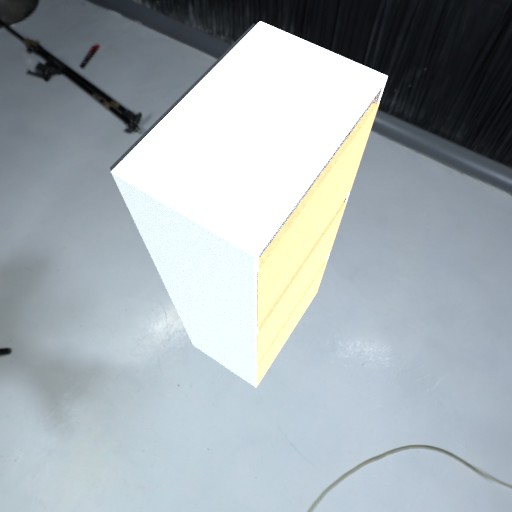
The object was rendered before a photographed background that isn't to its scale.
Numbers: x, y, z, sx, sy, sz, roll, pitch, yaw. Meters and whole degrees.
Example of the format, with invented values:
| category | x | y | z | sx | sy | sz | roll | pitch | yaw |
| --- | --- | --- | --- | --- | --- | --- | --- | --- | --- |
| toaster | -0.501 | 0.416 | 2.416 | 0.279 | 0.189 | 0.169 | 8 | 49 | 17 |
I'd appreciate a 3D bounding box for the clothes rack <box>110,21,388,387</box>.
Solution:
| category | x | y | z | sx | sy | sz | roll | pitch | yaw |
| --- | --- | --- | --- | --- | --- | --- | --- | --- | --- |
| clothes rack | 0.000 | 0.000 | 1.395 | 0.330 | 1.187 | 0.500 | 30 | 67 | 14 |
